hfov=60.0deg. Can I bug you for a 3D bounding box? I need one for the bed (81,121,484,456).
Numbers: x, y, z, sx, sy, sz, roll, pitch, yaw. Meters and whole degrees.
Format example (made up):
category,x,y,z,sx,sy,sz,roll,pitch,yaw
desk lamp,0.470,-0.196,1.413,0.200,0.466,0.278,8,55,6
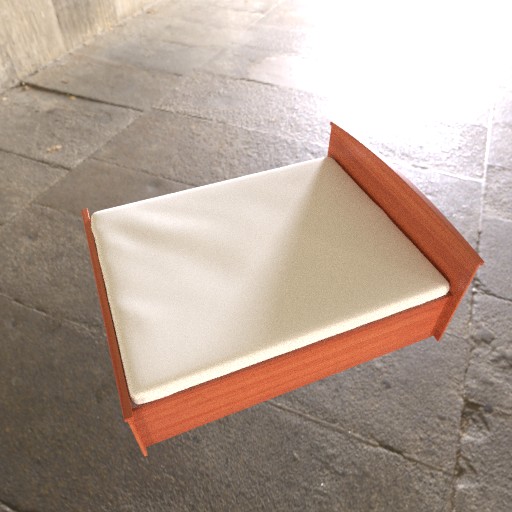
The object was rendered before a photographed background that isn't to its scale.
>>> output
category,x,y,z,sx,sy,sz,roll,pitch,yaw
bed,0.000,0.000,2.987,2.053,0.848,1.683,-16,48,-15
